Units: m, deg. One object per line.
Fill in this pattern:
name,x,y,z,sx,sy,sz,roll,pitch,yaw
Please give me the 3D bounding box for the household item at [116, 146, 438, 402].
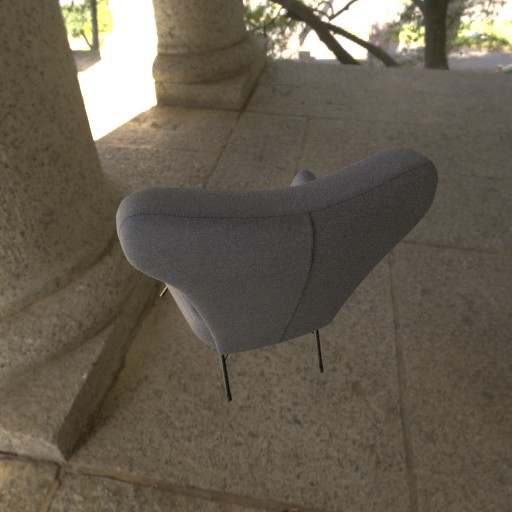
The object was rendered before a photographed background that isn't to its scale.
household item,0.000,0.000,1.796,0.980,1.050,0.900,-13,42,-15
